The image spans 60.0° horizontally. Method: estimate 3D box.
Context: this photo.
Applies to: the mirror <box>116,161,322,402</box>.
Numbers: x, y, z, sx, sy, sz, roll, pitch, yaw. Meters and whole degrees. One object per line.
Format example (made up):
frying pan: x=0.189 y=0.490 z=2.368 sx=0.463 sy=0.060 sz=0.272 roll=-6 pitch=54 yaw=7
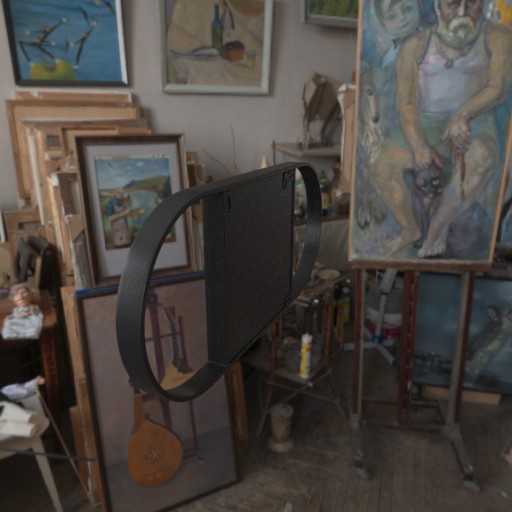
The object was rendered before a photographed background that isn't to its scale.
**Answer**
mirror: x=0.000 y=0.000 z=0.685 sx=0.032 sy=0.254 sz=0.584 roll=8 pitch=20 yaw=24
